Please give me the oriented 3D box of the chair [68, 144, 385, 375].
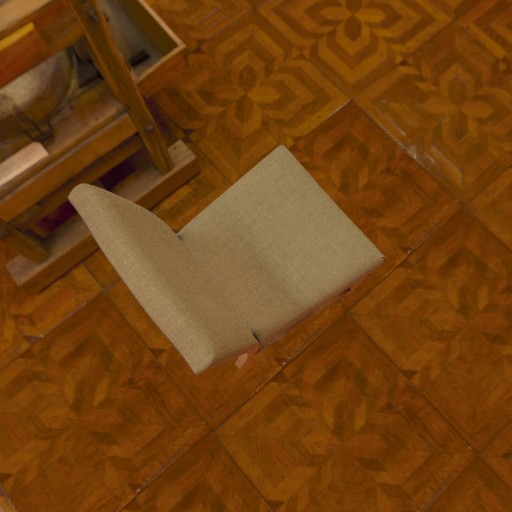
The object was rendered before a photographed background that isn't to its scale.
[{"bbox_3d":[0.000,0.000,1.332,0.622,0.986,0.508,-37,77,-10],"label":"chair"}]
